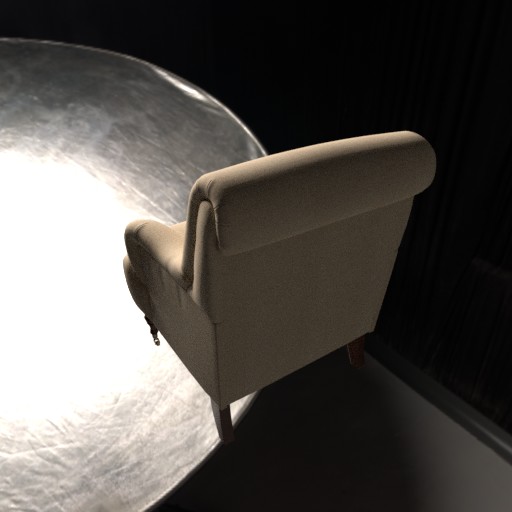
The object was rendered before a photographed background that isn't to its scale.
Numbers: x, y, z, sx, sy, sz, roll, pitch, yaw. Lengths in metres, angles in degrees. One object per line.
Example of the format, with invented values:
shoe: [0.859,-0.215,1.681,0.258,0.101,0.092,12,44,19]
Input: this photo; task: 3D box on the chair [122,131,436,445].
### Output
chair: [0.000,0.000,1.590,0.766,0.944,0.842,-19,35,-29]
